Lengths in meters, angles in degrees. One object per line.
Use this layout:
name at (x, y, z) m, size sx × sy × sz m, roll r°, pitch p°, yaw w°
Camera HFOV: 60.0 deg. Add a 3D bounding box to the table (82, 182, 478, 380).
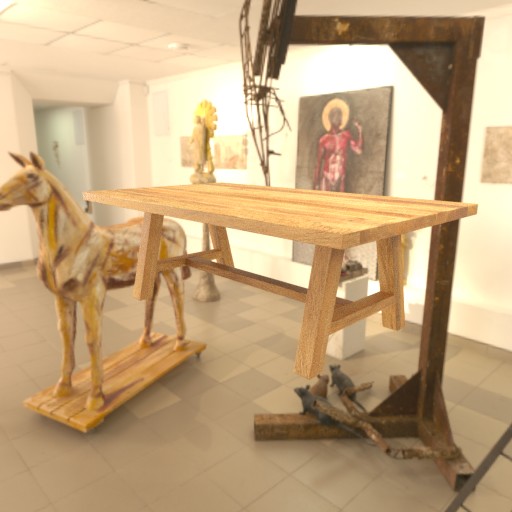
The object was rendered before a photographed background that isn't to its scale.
table at (0.000, 0.000, 1.717) m, size 0.760 × 0.455 × 1.320 m, roll -13°, pitch 19°, yaw -43°
